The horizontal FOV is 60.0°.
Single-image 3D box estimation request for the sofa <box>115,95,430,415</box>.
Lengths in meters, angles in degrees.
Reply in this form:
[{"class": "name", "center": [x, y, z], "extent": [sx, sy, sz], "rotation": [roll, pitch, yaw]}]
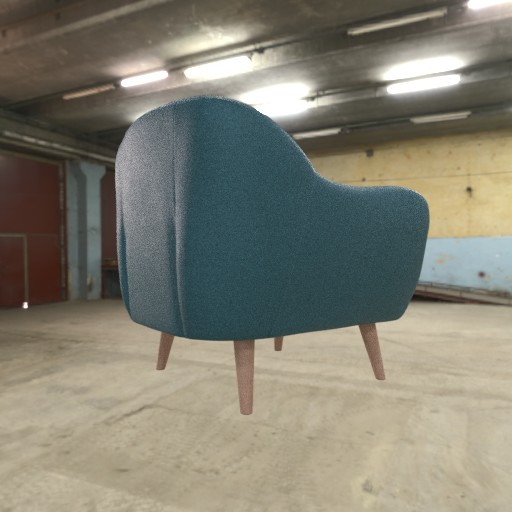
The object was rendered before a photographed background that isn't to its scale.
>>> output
[{"class": "sofa", "center": [0.000, 0.000, 1.512], "extent": [0.825, 0.817, 0.836], "rotation": [0, 0, -36]}]
